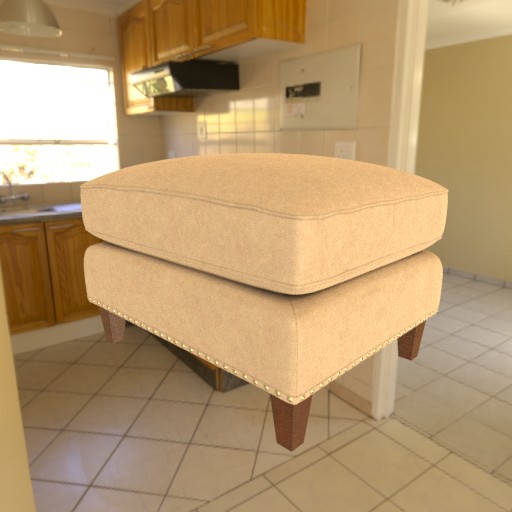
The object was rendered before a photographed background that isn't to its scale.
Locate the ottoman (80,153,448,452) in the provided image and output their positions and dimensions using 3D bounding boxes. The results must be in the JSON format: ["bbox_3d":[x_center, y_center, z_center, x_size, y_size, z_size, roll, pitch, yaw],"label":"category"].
[{"bbox_3d":[0.000,0.000,1.134,0.741,0.513,0.584,13,19,42],"label":"ottoman"}]
